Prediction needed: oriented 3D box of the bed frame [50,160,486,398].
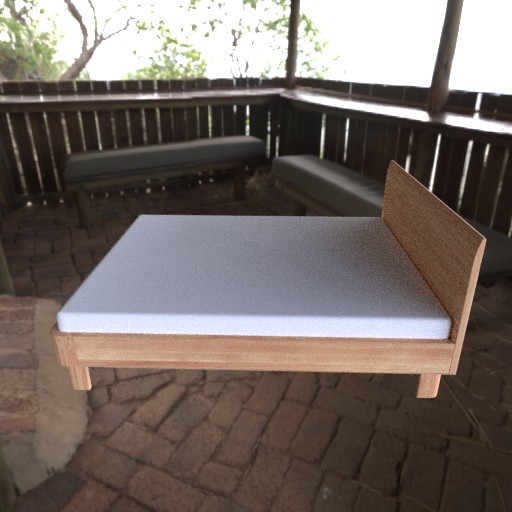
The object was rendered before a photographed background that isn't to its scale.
[{"bbox_3d":[0.000,0.000,2.936,2.092,0.940,1.660,1,24,2],"label":"bed frame"}]
